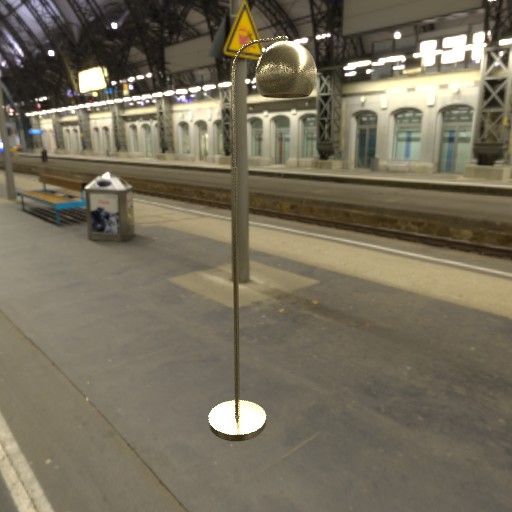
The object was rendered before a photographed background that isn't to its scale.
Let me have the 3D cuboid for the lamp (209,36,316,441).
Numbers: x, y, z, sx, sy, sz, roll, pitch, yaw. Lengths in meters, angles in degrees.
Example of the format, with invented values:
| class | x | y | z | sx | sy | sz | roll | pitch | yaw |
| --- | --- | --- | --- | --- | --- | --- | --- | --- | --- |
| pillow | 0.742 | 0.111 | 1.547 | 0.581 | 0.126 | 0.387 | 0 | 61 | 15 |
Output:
| class | x | y | z | sx | sy | sz | roll | pitch | yaw |
| --- | --- | --- | --- | --- | --- | --- | --- | --- | --- |
| lamp | 0.000 | 0.000 | 1.703 | 0.431 | 1.526 | 0.250 | 7 | 16 | 26 |
